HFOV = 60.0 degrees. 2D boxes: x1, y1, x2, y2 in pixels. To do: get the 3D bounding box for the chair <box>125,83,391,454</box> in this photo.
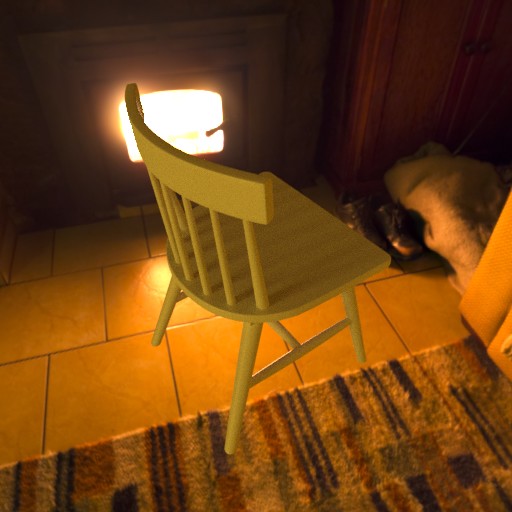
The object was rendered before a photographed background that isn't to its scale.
[{"bbox_3d":[0.000,0.000,1.108,0.500,0.787,0.483,-26,48,-26],"label":"chair"}]
